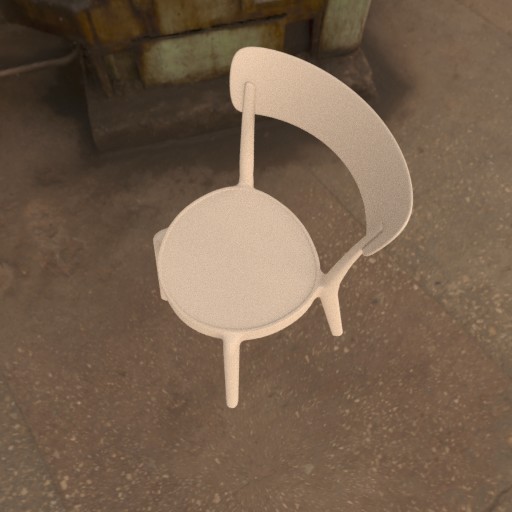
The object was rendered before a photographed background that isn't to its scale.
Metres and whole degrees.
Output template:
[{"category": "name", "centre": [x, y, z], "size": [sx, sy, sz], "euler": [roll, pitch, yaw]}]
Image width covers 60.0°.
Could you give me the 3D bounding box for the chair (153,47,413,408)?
[{"category": "chair", "centre": [0.000, 0.000, 1.128], "size": [0.491, 0.790, 0.506], "euler": [-31, 67, -14]}]
